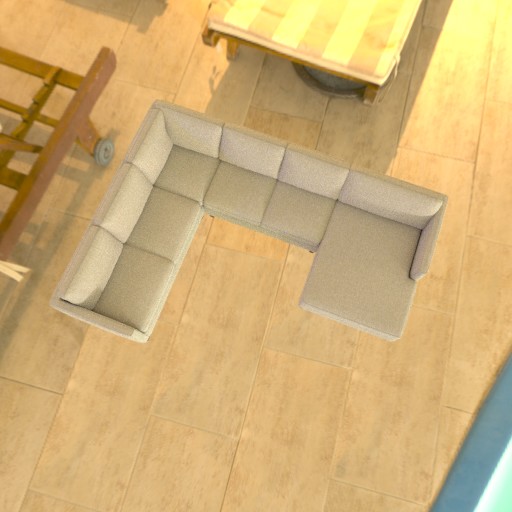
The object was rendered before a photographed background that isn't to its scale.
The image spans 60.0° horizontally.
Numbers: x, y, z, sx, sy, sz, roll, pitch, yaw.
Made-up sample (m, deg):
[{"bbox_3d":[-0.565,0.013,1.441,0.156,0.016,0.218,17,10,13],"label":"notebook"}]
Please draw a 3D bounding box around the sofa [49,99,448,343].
[{"bbox_3d":[0.000,0.000,4.698,3.403,0.889,2.551,20,75,6],"label":"sofa"}]
